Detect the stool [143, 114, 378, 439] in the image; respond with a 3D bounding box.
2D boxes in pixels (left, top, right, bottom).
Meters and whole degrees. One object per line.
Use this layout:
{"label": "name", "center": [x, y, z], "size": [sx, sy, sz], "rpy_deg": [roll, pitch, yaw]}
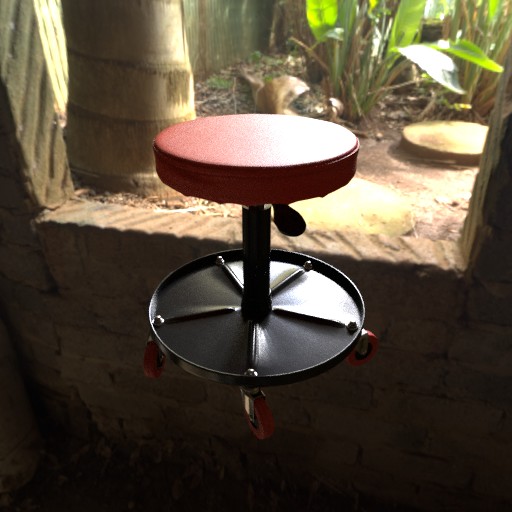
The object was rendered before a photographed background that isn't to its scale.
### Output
{"label": "stool", "center": [0.000, 0.000, 0.674], "size": [0.381, 0.365, 0.382], "rpy_deg": [-10, 31, -18]}
